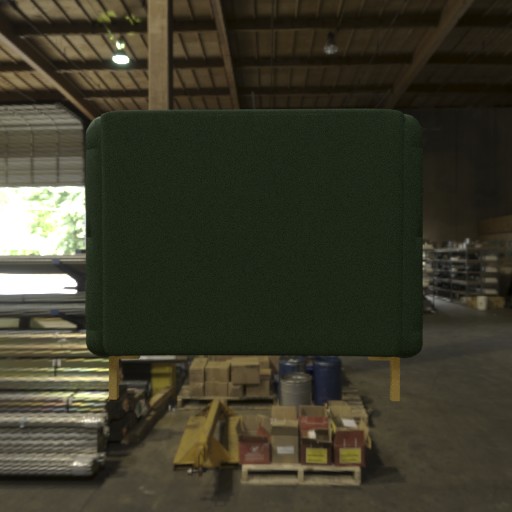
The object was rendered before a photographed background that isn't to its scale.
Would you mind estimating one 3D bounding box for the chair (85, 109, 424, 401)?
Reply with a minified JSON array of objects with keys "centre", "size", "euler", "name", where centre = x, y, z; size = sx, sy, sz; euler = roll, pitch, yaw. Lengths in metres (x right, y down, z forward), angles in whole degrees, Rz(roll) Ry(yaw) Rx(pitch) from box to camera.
[{"centre":[0.000,0.000,1.558],"size":[0.917,0.768,0.855],"euler":[0,0,1],"name":"chair"}]
